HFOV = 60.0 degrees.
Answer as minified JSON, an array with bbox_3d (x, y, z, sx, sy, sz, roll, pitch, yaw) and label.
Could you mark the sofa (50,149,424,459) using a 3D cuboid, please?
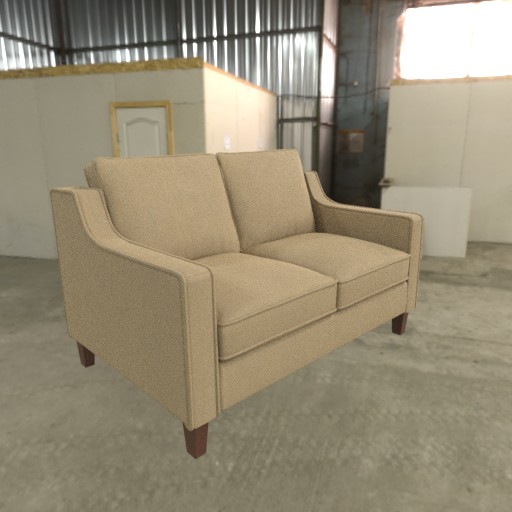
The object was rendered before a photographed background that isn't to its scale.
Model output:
[{"bbox_3d":[0.000,0.000,2.131,1.501,0.971,0.987,-14,20,-42],"label":"sofa"}]
